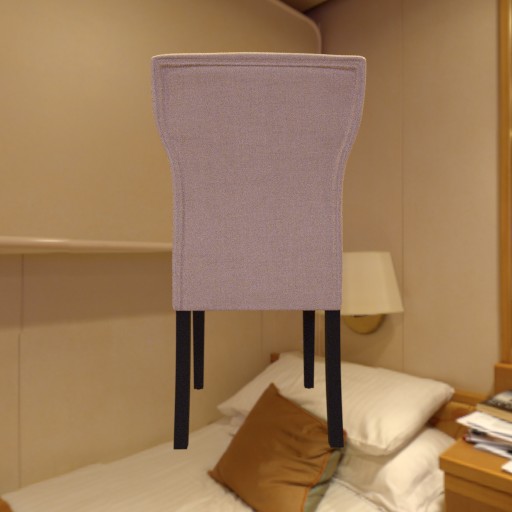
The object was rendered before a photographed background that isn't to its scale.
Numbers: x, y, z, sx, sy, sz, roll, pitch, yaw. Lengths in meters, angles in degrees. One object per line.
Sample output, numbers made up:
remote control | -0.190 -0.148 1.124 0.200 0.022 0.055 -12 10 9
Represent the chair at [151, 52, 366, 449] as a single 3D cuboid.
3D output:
chair | 0.000 0.000 1.282 0.509 0.921 0.597 0 0 -2
